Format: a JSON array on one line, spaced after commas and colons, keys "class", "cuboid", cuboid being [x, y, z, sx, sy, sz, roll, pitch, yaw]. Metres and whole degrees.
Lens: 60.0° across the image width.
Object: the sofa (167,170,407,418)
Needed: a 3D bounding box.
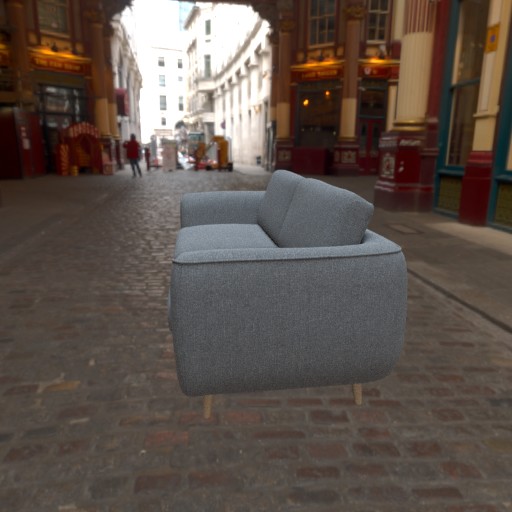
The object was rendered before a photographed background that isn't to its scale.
[{"class": "sofa", "cuboid": [0.000, 0.000, 2.464, 0.920, 0.870, 2.000, -2, 15, -8]}]
